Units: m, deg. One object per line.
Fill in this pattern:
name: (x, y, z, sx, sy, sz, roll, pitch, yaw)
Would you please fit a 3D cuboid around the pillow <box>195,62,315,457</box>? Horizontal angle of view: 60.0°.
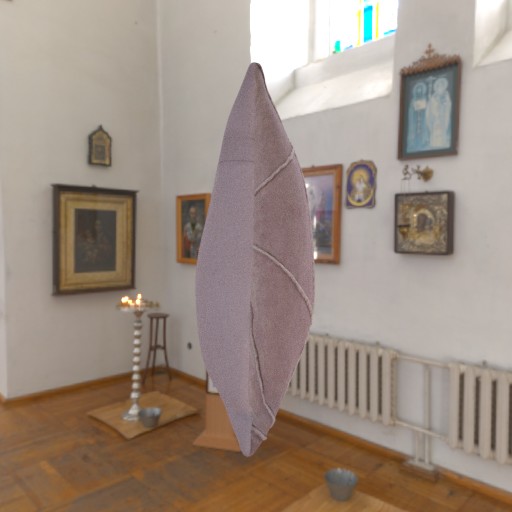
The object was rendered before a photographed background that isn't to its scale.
pillow: (0.000, 0.000, 0.702, 0.185, 0.440, 0.439, 0, 1, 0)
